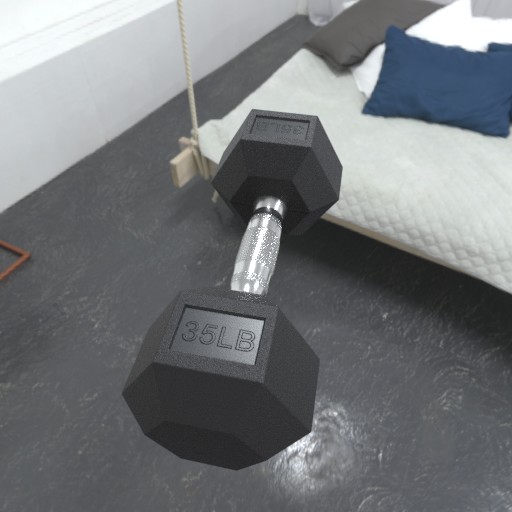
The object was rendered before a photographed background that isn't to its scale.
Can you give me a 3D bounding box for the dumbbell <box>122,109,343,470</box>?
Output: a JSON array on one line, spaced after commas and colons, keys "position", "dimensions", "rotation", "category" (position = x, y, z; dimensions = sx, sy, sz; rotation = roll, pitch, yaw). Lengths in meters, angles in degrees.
[{"position": [0.000, 0.000, 0.418], "dimensions": [0.141, 0.123, 0.356], "rotation": [9, 49, 8], "category": "dumbbell"}]
